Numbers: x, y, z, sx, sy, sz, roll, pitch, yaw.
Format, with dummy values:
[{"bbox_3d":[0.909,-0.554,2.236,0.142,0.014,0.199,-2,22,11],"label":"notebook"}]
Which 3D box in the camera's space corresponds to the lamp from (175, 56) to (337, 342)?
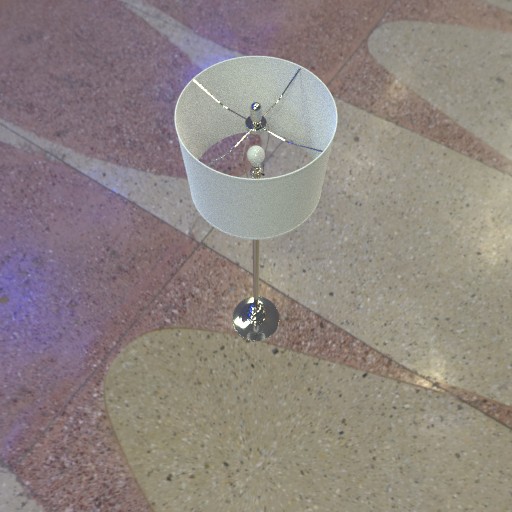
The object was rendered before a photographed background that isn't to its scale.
[{"bbox_3d":[0.000,0.000,1.617,0.356,1.487,0.356,33,68,15],"label":"lamp"}]
